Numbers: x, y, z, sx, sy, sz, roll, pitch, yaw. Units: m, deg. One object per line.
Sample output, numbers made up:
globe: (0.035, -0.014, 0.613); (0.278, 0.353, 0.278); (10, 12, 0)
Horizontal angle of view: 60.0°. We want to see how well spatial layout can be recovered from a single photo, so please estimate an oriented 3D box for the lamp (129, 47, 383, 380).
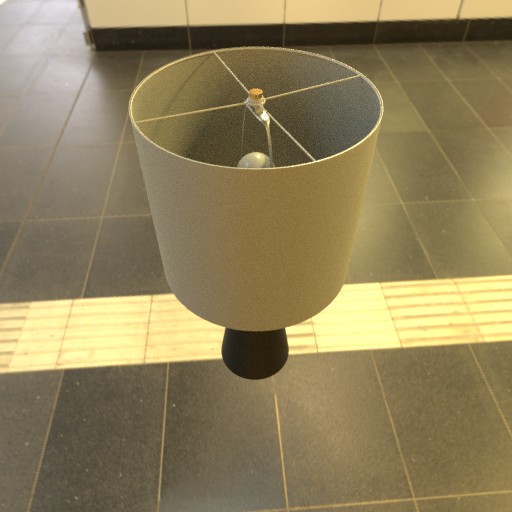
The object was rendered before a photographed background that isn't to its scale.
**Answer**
lamp: (0.000, 0.000, 0.751); (0.308, 0.580, 0.308); (-18, 49, -16)
